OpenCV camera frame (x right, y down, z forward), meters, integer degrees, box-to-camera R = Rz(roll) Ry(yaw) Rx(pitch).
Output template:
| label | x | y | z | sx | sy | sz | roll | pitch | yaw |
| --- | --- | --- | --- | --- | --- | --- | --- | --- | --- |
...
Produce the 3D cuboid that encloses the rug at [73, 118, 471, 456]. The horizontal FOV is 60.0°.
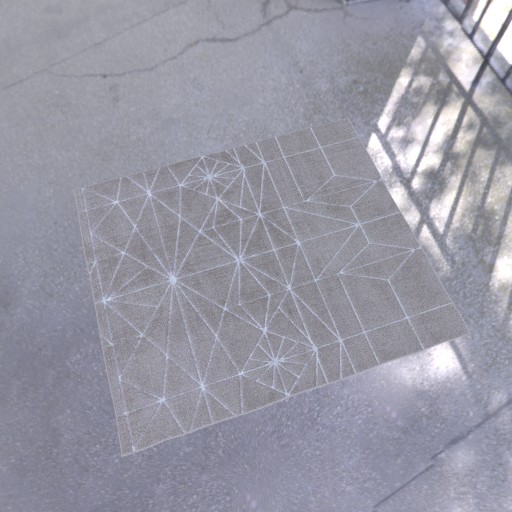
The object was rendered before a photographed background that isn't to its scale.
| label | x | y | z | sx | sy | sz | roll | pitch | yaw |
| --- | --- | --- | --- | --- | --- | --- | --- | --- | --- |
| rug | 0.000 | 0.000 | 0.872 | 0.639 | 0.006 | 0.548 | -17 | 65 | -8 |
